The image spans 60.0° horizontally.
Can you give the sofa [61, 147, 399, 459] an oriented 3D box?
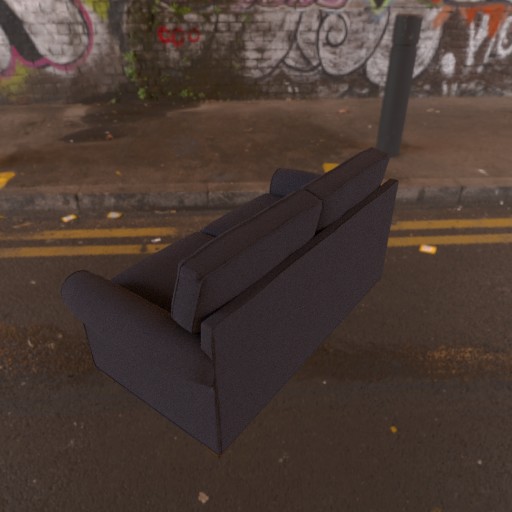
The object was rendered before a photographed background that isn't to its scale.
[{"bbox_3d":[0.000,0.000,2.624,0.951,1.031,2.009,22,38,31],"label":"sofa"}]
